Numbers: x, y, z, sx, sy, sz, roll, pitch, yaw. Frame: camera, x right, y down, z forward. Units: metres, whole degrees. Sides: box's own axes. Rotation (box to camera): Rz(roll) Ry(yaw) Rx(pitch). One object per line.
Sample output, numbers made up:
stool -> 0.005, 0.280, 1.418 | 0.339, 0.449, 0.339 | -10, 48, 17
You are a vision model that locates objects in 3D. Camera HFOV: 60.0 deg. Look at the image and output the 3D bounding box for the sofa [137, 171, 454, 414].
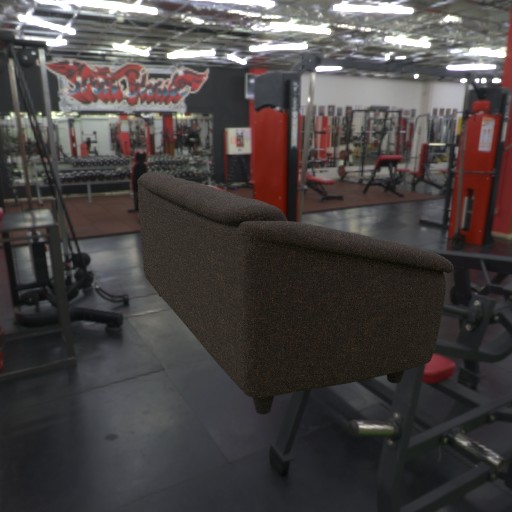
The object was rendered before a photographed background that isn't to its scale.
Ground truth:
sofa -> 0.000, 0.000, 2.299 | 0.887, 0.790, 1.849 | -8, 18, -26
